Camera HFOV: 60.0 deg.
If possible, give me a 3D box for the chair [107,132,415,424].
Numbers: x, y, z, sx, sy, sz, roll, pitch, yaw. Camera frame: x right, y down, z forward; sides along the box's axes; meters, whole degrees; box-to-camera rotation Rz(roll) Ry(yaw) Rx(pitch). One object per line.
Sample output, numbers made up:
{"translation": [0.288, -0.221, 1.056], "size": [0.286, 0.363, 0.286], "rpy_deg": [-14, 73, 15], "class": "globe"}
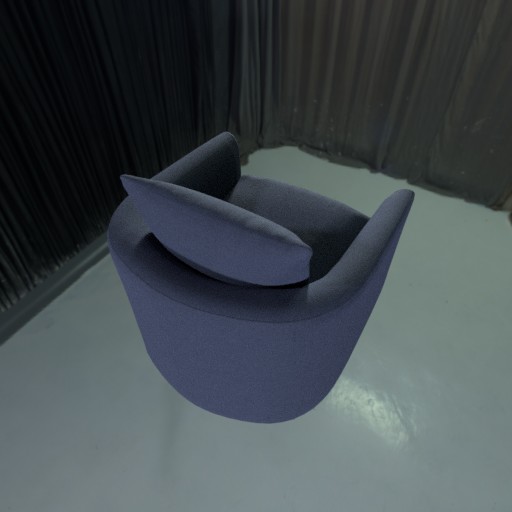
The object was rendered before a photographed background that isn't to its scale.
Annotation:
{"translation": [0.000, 0.000, 1.586], "size": [0.845, 0.848, 0.910], "rpy_deg": [23, 51, 20], "class": "chair"}
